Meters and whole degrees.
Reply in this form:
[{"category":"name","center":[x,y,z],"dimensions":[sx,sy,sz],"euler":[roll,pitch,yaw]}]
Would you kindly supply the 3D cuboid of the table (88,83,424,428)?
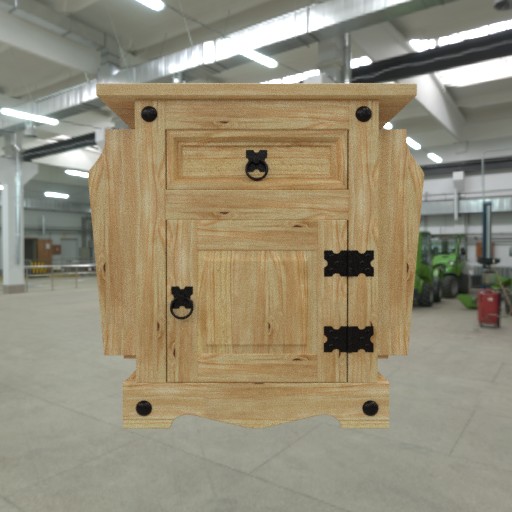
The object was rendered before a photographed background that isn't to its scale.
[{"category":"table","center":[0.000,0.000,0.842],"dimensions":[0.530,0.515,0.380],"euler":[0,1,0]}]
